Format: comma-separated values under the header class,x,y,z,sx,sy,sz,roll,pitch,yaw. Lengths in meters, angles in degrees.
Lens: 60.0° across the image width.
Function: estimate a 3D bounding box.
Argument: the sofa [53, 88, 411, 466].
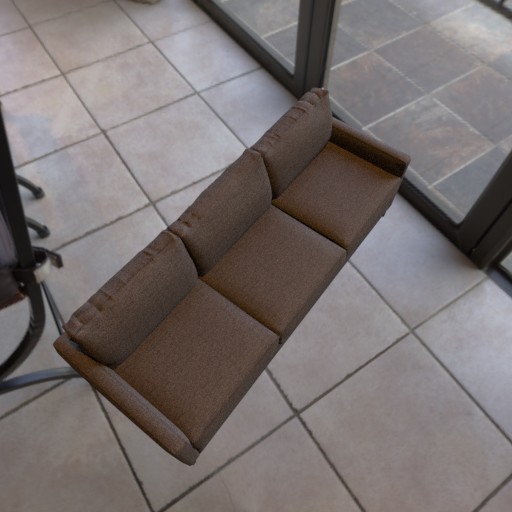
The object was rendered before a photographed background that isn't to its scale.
class,x,y,z,sx,sy,sz,roll,pitch,yaw
sofa,0.000,0.000,2.669,0.876,0.882,2.253,33,65,18
